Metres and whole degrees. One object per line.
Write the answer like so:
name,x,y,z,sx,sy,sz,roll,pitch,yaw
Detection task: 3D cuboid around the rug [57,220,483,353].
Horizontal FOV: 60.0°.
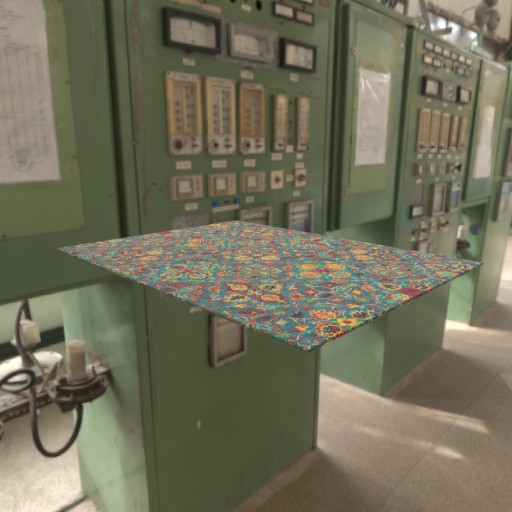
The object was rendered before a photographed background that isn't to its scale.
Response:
rug,0.000,0.000,4.143,2.434,0.025,3.204,-13,19,-43
